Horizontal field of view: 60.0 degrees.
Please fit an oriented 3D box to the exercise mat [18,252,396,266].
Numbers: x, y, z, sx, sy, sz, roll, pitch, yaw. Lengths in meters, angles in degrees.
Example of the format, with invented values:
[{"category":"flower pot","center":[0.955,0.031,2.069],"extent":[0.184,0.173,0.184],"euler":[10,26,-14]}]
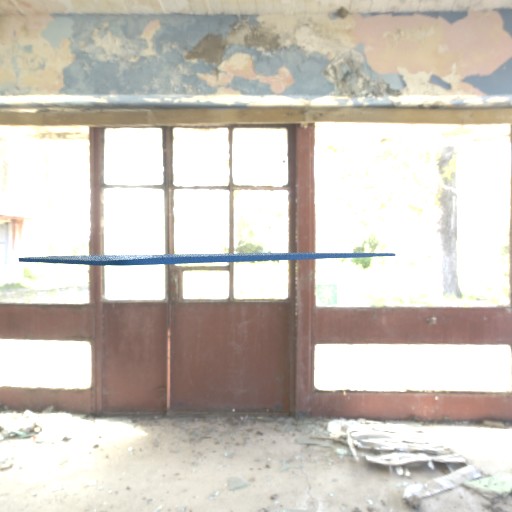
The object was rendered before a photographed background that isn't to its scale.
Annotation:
[{"category":"exercise mat","center":[0.000,0.000,2.023],"extent":[0.616,0.021,1.869],"euler":[1,1,39]}]
